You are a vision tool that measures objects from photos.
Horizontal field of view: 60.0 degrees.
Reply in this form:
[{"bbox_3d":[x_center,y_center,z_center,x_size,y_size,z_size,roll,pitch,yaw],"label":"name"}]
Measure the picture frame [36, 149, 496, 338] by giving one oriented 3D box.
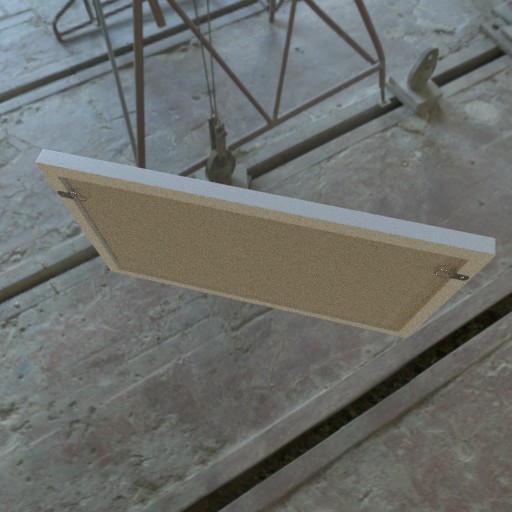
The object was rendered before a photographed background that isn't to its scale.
[{"bbox_3d":[0.000,0.000,0.783,0.647,0.379,0.044,12,64,6],"label":"picture frame"}]
